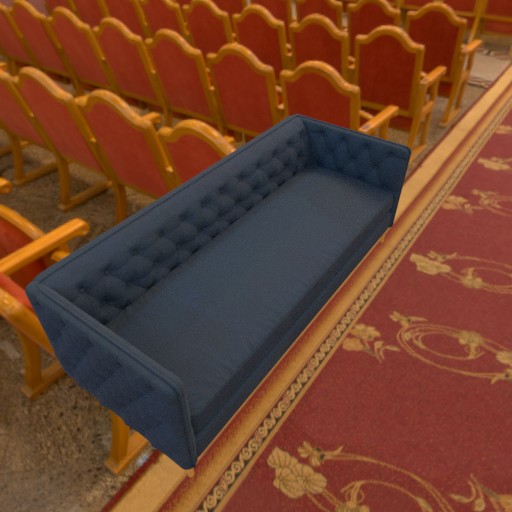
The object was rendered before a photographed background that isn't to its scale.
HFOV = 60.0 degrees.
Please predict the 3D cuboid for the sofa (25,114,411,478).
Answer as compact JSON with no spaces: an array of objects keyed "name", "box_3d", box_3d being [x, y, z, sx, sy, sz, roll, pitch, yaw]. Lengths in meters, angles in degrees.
[{"name":"sofa","box_3d":[0.000,0.000,2.573,0.895,0.771,2.209,26,48,26]}]
